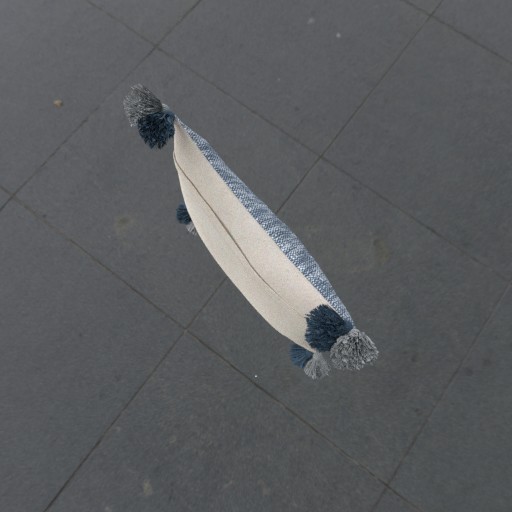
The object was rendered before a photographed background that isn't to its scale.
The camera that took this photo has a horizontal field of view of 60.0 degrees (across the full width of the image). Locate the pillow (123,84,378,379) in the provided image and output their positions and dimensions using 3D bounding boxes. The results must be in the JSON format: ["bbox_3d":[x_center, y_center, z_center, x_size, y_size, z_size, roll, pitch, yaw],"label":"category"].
[{"bbox_3d":[0.000,0.000,0.936,0.138,0.634,0.614,-37,78,-9],"label":"pillow"}]
